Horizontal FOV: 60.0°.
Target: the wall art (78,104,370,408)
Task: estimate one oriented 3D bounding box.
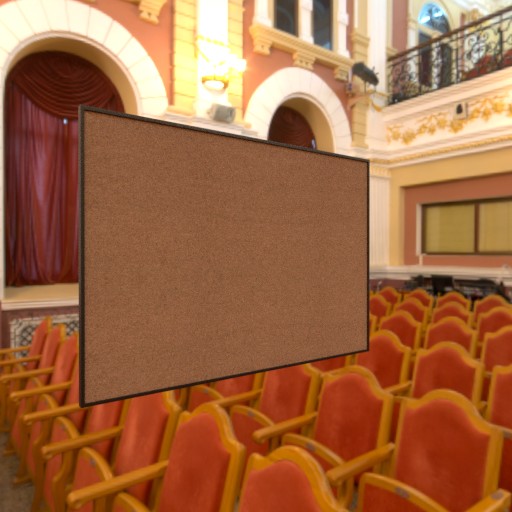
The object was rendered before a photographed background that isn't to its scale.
[{"bbox_3d":[0.000,0.000,1.254,0.957,0.660,0.019,0,0,-36],"label":"wall art"}]
